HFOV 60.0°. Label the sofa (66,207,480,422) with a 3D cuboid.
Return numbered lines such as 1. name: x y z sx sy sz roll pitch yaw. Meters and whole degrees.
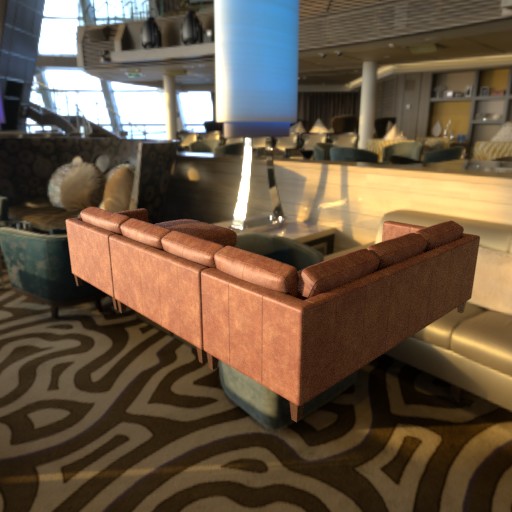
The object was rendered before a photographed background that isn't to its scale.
1. sofa: 0.000 0.000 4.434 2.452 0.888 3.324 -15 22 -41
